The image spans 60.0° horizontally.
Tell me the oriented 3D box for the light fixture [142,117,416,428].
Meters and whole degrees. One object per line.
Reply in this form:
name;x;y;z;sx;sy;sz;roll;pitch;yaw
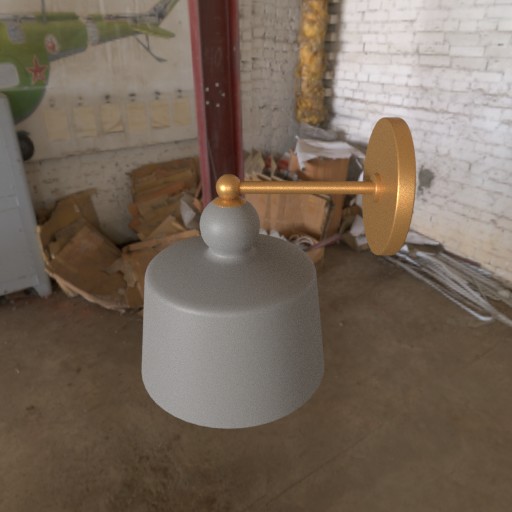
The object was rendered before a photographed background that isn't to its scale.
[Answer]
light fixture;0.000;0.000;0.445;0.254;0.268;0.204;0;27;1
